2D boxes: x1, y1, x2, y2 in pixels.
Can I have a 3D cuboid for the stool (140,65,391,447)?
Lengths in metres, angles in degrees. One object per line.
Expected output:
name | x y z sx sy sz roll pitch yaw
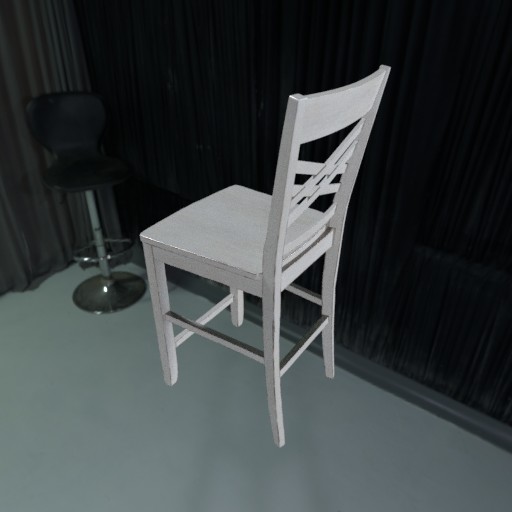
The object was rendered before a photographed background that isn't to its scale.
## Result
stool | 0.000 0.000 1.364 0.539 1.079 0.462 20 37 29
